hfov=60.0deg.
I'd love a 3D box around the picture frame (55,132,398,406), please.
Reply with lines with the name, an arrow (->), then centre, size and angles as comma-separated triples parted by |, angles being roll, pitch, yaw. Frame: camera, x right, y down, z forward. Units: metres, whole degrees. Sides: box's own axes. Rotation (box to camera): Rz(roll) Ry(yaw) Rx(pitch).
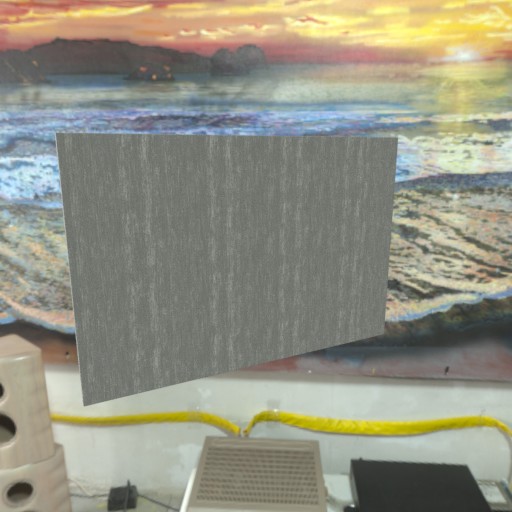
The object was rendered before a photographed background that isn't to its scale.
picture frame -> 0.000, 0.000, 1.220 | 0.950, 0.640, 0.029 | -7, 15, -26
